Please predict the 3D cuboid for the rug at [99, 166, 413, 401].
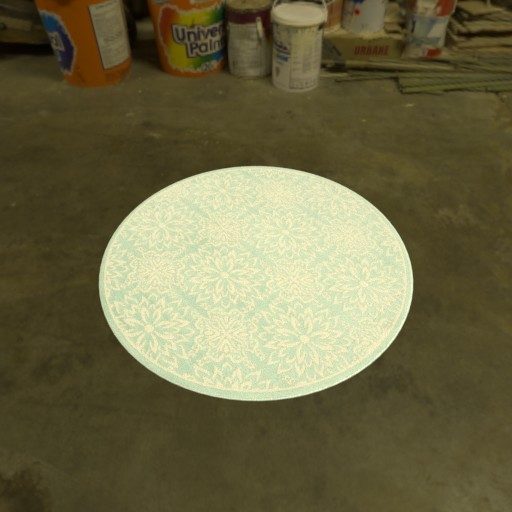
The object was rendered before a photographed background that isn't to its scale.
[{"bbox_3d":[0.000,0.000,2.311,1.593,0.012,1.593,0,47,0],"label":"rug"}]
